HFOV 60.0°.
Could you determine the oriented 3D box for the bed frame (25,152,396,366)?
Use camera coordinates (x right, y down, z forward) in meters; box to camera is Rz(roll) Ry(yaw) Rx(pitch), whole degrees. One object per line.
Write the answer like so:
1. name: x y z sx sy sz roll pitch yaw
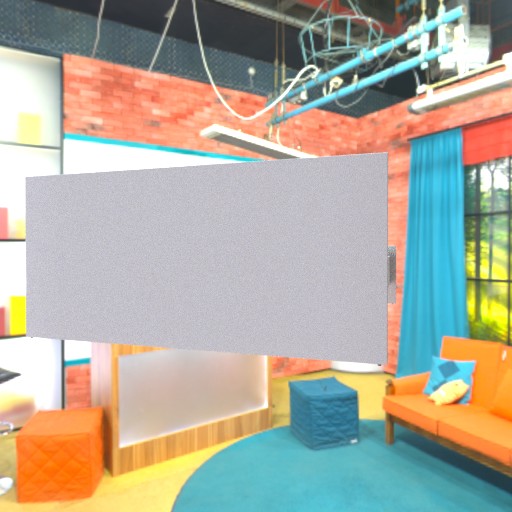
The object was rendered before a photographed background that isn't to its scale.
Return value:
1. bed frame: 0.000 0.000 2.900 1.720 0.800 2.060 0 1 18
